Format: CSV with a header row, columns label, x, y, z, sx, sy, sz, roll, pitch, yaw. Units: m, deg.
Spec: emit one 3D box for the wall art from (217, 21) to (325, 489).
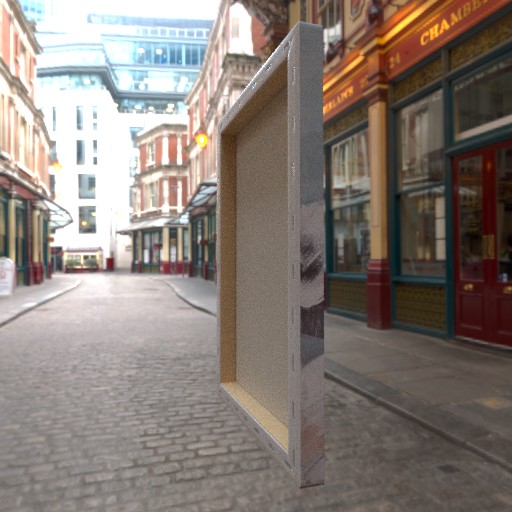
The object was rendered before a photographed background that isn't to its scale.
label,x,y,z,sx,sy,sz,roll,pitch,yaw
wall art,0.000,0.000,0.797,0.037,0.613,0.455,0,-1,-19
